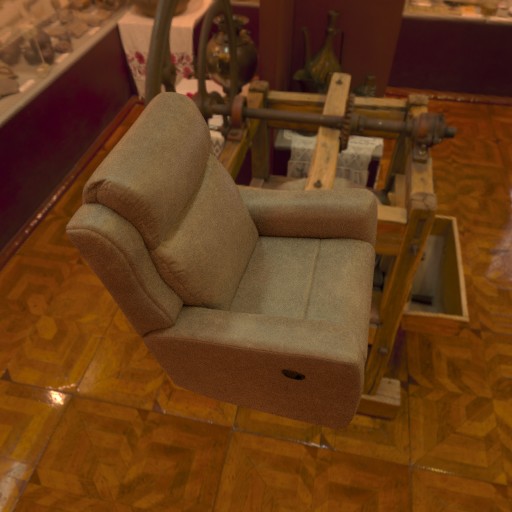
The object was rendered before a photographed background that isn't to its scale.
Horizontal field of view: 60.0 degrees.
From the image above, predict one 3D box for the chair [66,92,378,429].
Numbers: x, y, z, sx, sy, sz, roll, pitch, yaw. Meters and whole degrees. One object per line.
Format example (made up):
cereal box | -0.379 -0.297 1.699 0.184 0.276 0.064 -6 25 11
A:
chair | 0.000 0.000 1.920 1.068 1.116 0.965 10 48 9
